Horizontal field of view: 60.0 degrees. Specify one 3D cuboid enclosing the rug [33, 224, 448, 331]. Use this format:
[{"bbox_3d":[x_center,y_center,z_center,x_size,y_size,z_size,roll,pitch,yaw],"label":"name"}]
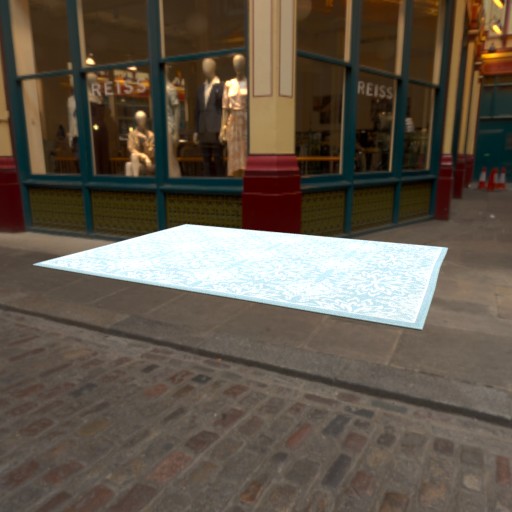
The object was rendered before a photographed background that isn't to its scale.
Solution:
[{"bbox_3d":[0.000,0.000,2.870,2.205,0.014,1.589,7,15,25],"label":"rug"}]
